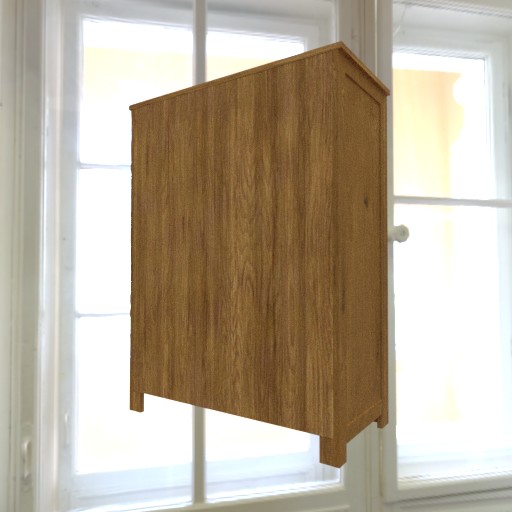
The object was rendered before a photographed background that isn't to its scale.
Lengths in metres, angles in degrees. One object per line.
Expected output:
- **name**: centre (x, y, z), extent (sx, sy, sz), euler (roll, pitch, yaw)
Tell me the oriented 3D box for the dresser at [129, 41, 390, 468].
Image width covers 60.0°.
- **dresser**: centre (0.000, 0.000, 2.008), extent (1.081, 1.431, 0.558), euler (-1, -1, 35)
